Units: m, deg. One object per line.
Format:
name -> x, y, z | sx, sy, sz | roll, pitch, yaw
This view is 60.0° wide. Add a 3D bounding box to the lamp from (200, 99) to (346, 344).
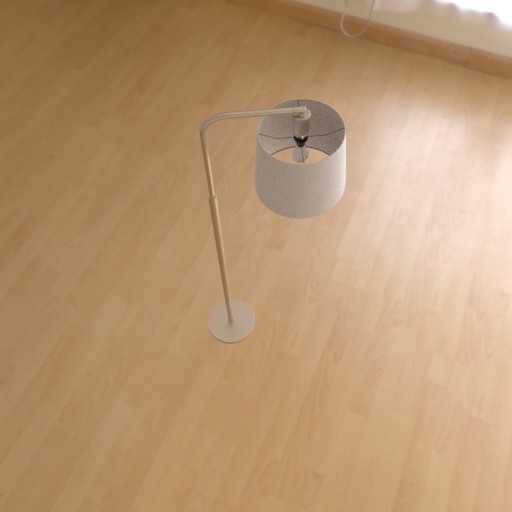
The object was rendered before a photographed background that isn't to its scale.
lamp -> 0.000, 0.000, 1.677 | 0.508, 1.478, 0.254 | -1, 63, -1
